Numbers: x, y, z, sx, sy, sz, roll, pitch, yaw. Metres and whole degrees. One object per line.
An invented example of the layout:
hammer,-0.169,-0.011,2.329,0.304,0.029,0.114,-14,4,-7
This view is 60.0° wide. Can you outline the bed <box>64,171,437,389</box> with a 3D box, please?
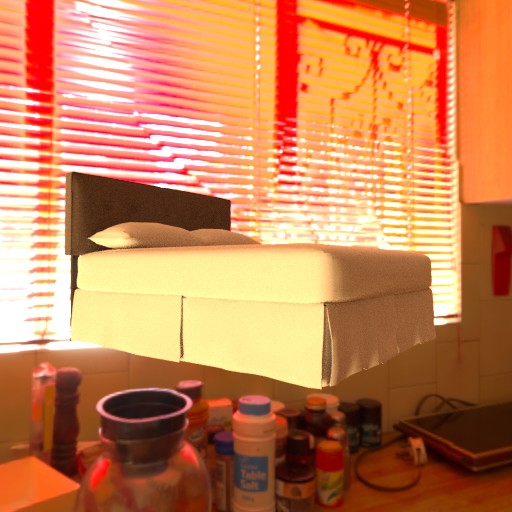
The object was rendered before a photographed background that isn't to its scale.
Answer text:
bed,0.000,0.000,2.899,1.894,1.089,1.610,-1,-1,37
